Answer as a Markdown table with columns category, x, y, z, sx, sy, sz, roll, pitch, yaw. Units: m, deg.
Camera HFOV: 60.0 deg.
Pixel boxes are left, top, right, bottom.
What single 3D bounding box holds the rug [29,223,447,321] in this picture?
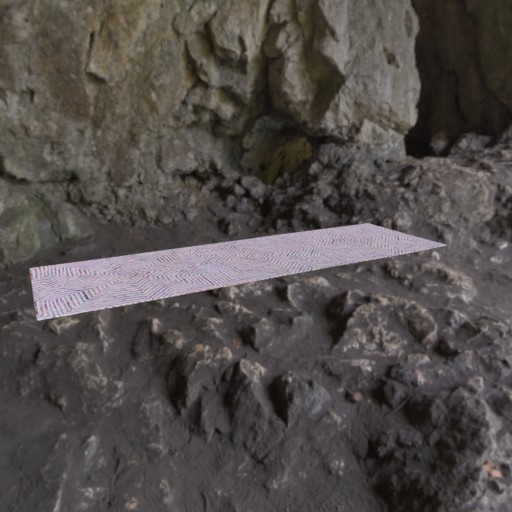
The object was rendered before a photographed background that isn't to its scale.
| category | x | y | z | sx | sy | sz | roll | pitch | yaw |
| --- | --- | --- | --- | --- | --- | --- | --- | --- | --- |
| rug | 0.000 | 0.000 | 2.682 | 2.443 | 0.009 | 0.771 | -9 | 19 | -27 |
